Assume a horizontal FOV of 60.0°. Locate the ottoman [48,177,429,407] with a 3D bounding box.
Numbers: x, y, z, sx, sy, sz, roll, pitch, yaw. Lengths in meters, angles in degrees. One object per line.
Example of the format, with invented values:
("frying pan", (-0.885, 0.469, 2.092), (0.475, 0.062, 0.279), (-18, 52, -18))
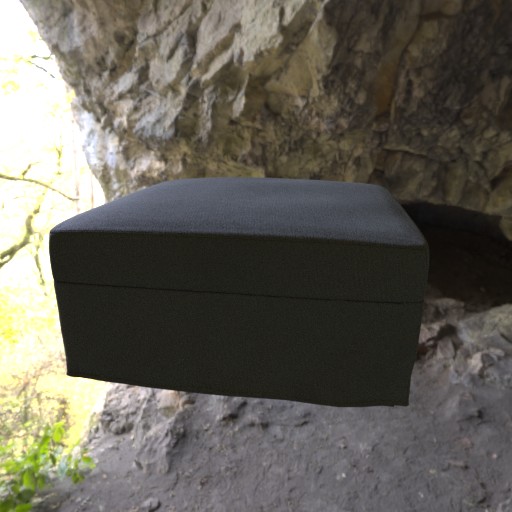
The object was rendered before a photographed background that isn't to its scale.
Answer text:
("ottoman", (0.000, 0.000, 1.347), (0.842, 0.441, 0.843), (3, 17, 9))
